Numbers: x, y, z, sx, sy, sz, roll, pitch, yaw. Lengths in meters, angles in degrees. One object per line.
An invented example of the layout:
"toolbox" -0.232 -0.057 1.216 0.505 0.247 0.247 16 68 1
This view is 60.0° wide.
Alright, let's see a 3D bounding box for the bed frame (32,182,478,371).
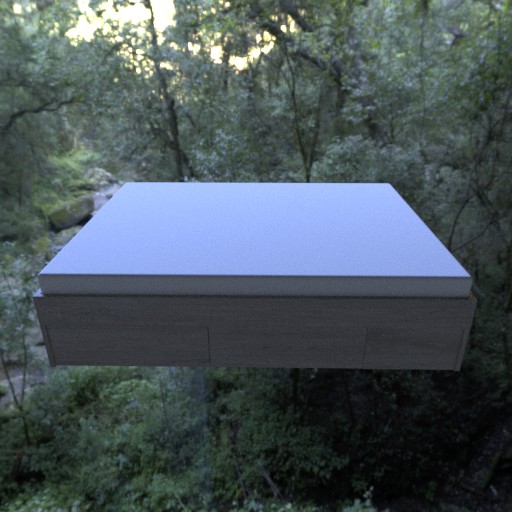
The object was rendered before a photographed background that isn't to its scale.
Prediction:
"bed frame" 0.000 0.000 2.650 1.944 0.490 1.448 0 26 1
